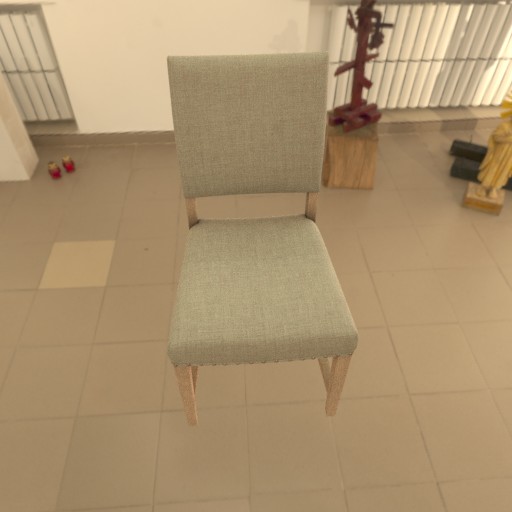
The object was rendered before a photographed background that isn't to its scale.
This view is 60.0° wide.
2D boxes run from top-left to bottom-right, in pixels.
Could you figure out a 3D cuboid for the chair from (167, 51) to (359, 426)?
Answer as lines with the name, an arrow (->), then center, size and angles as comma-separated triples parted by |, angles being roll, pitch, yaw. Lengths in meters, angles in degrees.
chair -> 0.000, 0.000, 1.345 | 0.508, 0.986, 0.622 | -3, 46, -3
